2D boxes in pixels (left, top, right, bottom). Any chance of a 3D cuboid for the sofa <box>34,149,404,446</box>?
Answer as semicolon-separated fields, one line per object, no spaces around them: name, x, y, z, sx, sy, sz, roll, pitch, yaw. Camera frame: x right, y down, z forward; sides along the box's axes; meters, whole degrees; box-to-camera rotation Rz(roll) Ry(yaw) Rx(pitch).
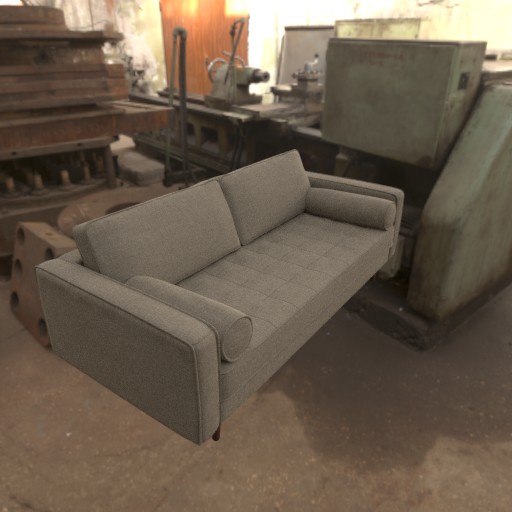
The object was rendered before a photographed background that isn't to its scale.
sofa;0.000;0.000;2.297;0.914;0.762;1.879;18;31;32
